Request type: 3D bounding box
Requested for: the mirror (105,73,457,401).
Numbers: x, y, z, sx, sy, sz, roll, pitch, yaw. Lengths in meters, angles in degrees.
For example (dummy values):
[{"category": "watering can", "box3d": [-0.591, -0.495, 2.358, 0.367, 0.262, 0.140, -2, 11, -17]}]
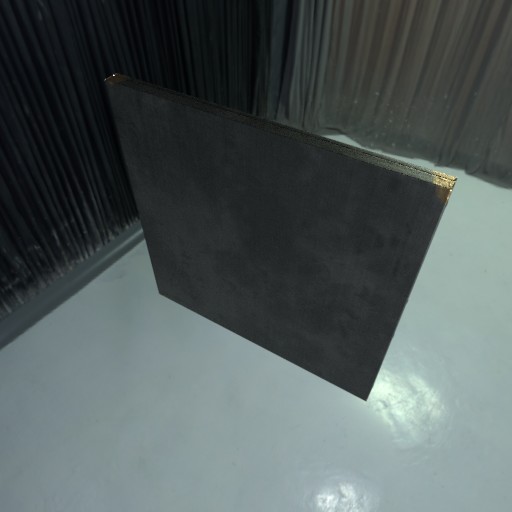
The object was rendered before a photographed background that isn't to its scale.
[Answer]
[{"category": "mirror", "box3d": [0.000, 0.000, 0.569, 0.382, 0.381, 0.020, 24, 51, 21]}]
